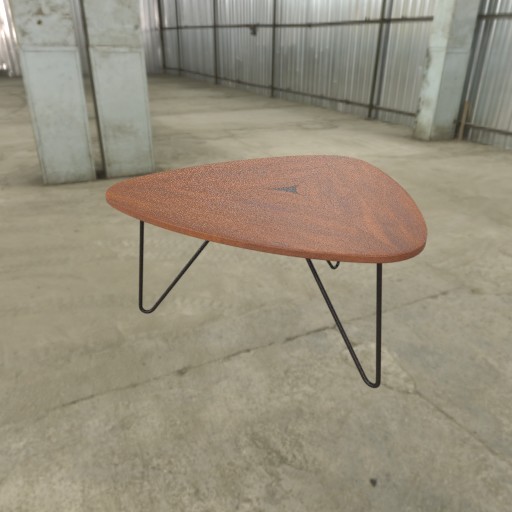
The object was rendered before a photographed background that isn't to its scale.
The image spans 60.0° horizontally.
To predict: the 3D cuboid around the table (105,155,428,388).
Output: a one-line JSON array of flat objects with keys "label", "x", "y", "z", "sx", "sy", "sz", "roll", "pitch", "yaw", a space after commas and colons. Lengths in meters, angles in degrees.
[{"label": "table", "x": 0.000, "y": 0.000, "z": 1.314, "sx": 0.821, "sy": 0.413, "sz": 0.833, "roll": 1, "pitch": 26, "yaw": 1}]
